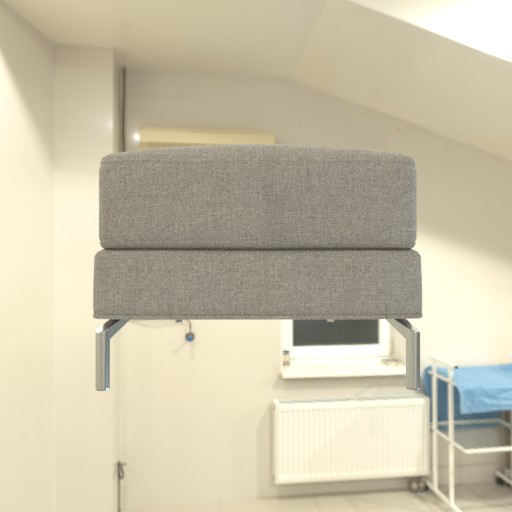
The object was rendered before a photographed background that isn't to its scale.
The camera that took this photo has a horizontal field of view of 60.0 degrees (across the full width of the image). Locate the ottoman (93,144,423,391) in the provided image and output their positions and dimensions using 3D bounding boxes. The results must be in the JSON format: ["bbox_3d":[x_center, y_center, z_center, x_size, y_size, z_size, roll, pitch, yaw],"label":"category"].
[{"bbox_3d":[0.000,0.000,1.154,0.584,0.457,0.838,0,0,-1],"label":"ottoman"}]
